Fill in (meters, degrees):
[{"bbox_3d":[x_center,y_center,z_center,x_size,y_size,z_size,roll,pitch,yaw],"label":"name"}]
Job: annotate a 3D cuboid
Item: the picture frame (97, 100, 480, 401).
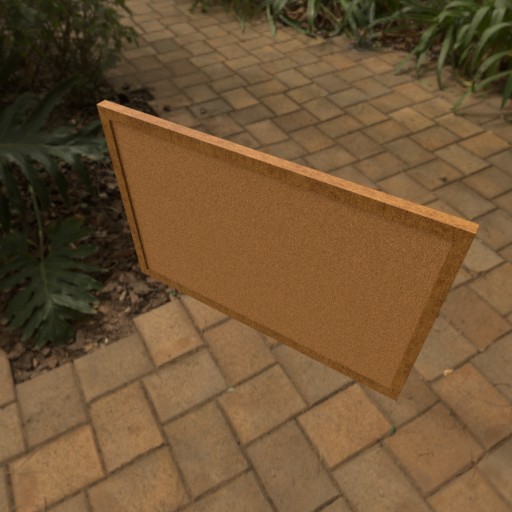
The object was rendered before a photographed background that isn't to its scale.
[{"bbox_3d":[0.000,0.000,1.174,0.922,0.621,0.029,24,50,22],"label":"picture frame"}]
